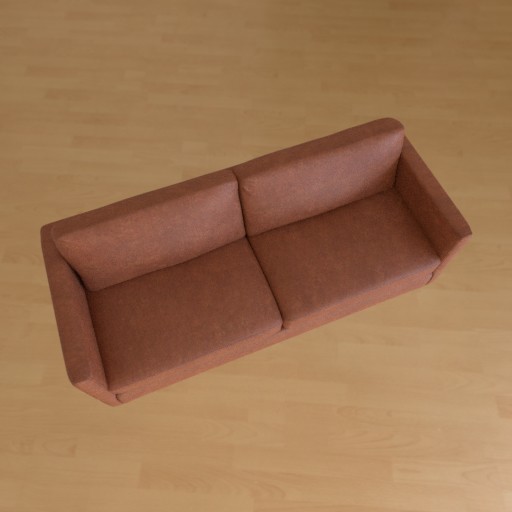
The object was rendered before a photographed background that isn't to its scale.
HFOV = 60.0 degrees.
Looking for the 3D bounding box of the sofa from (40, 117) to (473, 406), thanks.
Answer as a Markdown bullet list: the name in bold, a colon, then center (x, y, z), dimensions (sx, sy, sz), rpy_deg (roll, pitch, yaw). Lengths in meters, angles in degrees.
- **sofa**: center (0.000, 0.000, 2.655), dimensions (2.204, 0.932, 0.950), rpy_deg (-19, 65, -10)
